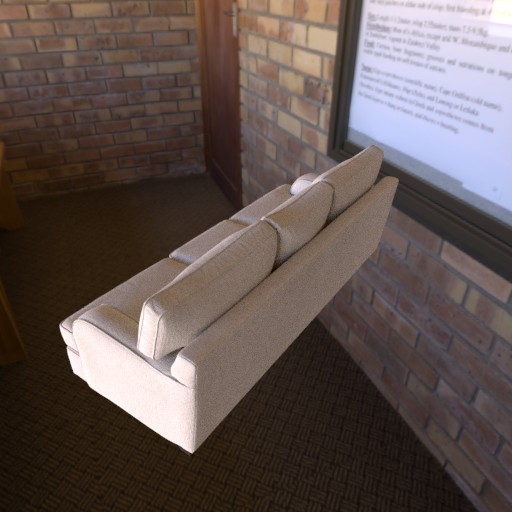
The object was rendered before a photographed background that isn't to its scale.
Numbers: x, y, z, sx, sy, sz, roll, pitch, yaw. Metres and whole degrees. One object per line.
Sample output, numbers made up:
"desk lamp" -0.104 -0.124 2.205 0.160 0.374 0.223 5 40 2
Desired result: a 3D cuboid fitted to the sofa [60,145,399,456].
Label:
"sofa" 0.000 0.000 2.902 1.016 0.991 2.323 21 38 29
